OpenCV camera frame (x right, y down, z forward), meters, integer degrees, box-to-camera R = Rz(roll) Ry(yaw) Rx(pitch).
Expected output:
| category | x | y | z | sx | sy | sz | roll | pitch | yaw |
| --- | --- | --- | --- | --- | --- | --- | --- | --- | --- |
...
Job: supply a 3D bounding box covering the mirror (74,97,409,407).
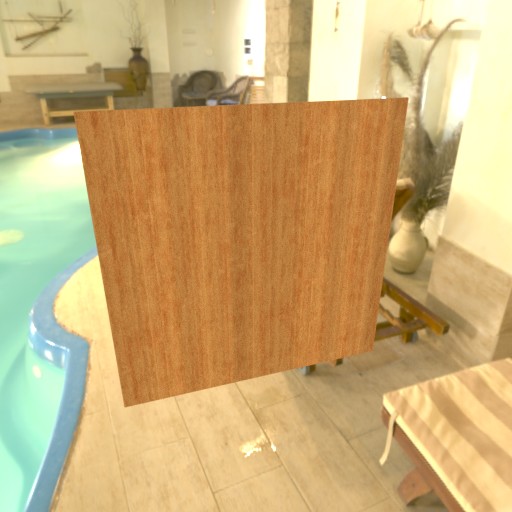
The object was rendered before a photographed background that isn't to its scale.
| category | x | y | z | sx | sy | sz | roll | pitch | yaw |
| --- | --- | --- | --- | --- | --- | --- | --- | --- | --- |
| mirror | 0.000 | 0.000 | 0.986 | 0.651 | 0.651 | 0.047 | -8 | 27 | -17 |
